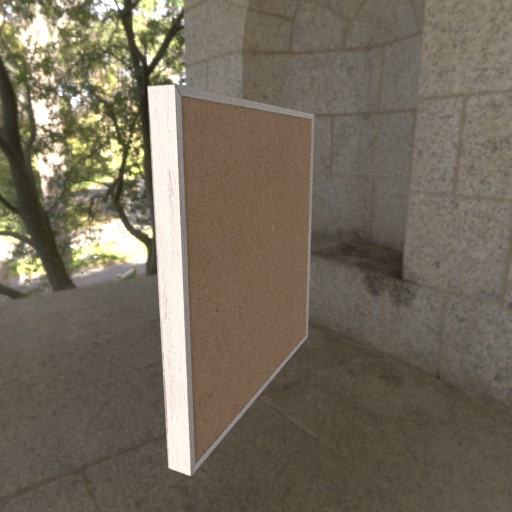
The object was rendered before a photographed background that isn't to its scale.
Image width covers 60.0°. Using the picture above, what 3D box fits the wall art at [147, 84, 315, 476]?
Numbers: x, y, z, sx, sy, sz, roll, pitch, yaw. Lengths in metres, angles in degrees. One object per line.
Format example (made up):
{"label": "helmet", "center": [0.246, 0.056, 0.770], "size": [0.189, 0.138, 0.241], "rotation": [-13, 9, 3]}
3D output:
{"label": "wall art", "center": [0.000, 0.000, 0.781], "size": [0.038, 0.508, 0.508], "rotation": [6, 15, 24]}
